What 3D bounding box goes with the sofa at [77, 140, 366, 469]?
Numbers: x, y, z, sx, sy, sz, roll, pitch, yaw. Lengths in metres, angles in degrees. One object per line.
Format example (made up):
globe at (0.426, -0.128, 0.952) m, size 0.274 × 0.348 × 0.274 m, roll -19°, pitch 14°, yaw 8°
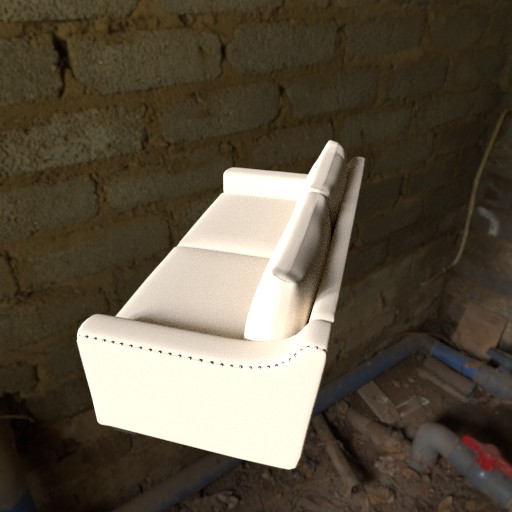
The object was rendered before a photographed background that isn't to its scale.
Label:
sofa at (0.000, 0.000, 2.314) m, size 0.949 × 0.830 × 1.812 m, roll 8°, pitch 32°, yaw 13°
